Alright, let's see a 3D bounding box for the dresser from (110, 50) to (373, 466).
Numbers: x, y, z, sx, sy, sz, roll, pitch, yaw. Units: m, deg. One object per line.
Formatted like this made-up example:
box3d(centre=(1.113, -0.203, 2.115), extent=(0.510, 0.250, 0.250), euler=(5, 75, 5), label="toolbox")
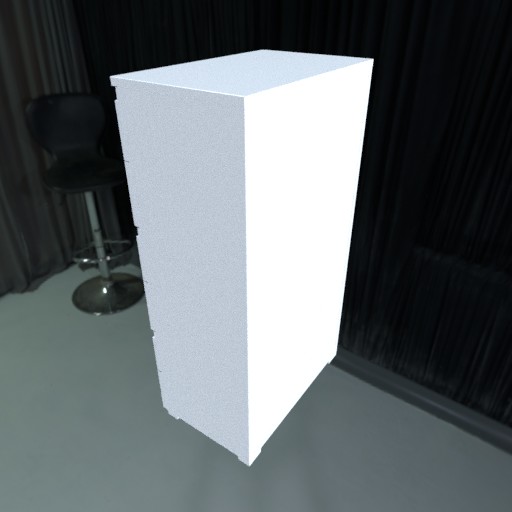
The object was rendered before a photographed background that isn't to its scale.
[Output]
box3d(centre=(0.000, 0.000, 1.500), extent=(0.400, 1.190, 0.650), euler=(20, 37, 29), label="dresser")
